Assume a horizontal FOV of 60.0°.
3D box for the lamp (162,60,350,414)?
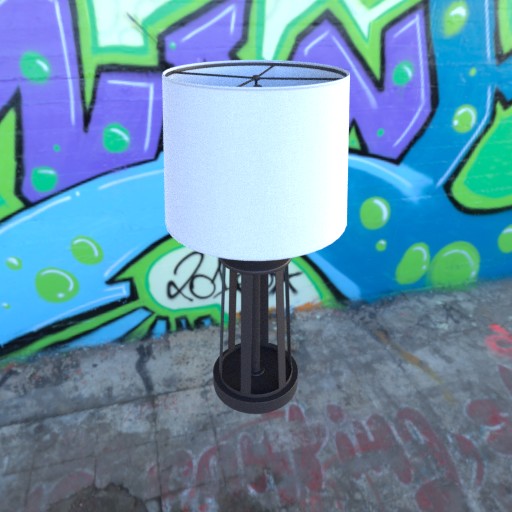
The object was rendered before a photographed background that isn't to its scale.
[{"bbox_3d":[0.000,0.000,0.656,0.251,0.509,0.251,0,30,0],"label":"lamp"}]
